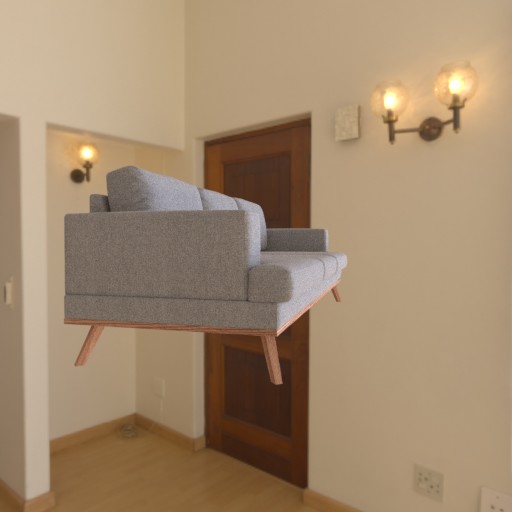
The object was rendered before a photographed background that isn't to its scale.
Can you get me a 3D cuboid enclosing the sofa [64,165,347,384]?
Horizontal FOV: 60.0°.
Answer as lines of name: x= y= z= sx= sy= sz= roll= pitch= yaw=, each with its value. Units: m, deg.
sofa: x=0.000 y=0.000 z=2.698 sx=0.920 sy=0.810 sz=2.310 roll=0 pitch=2 yaw=16
